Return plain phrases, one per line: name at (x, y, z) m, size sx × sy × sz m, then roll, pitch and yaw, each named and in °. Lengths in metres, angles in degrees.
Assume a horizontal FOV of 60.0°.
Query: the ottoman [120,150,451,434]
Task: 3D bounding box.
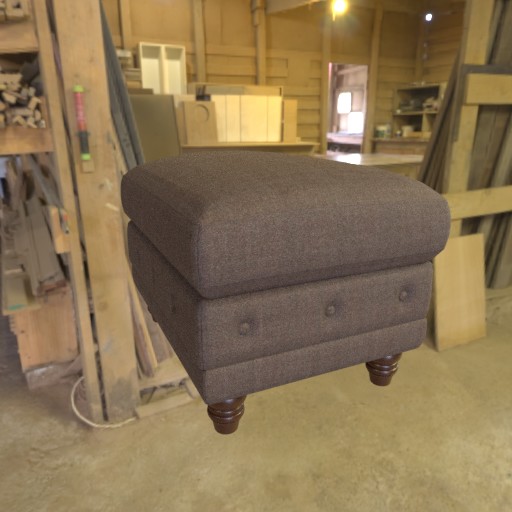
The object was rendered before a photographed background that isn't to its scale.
ottoman at (0.000, 0.000, 1.242) m, size 0.599 × 0.555 × 0.809 m, roll -8°, pitch 19°, yaw -24°
